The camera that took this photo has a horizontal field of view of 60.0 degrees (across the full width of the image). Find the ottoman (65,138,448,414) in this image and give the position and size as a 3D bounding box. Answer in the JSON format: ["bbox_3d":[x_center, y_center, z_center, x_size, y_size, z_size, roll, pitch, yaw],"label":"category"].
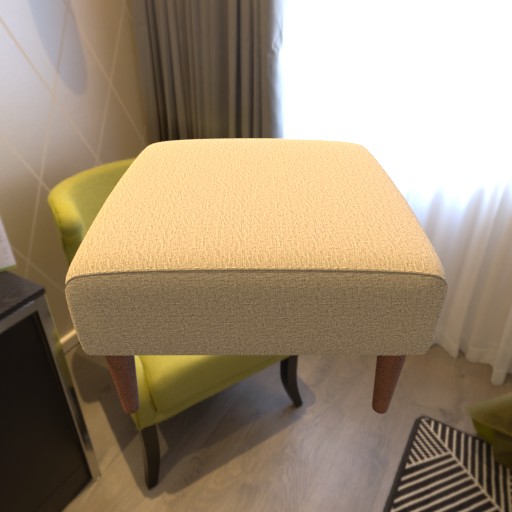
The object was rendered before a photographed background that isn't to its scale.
[{"bbox_3d":[0.000,0.000,1.050,0.649,0.398,0.650,0,32,0],"label":"ottoman"}]
